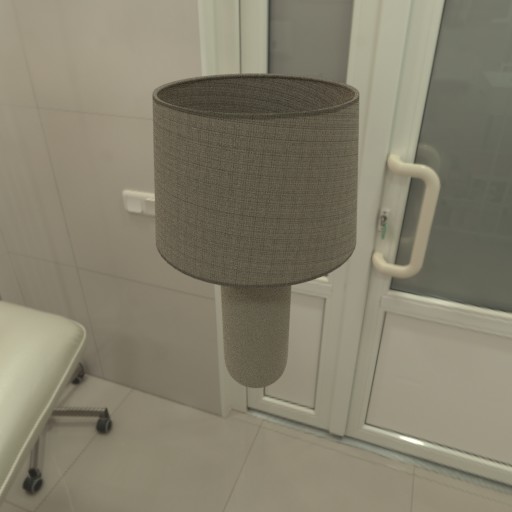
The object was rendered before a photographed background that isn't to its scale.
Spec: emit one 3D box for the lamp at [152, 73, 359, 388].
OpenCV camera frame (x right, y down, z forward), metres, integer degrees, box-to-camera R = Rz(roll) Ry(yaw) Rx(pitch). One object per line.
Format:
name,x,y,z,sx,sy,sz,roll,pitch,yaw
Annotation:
lamp,0.000,0.000,0.852,0.367,0.609,0.367,0,31,0
